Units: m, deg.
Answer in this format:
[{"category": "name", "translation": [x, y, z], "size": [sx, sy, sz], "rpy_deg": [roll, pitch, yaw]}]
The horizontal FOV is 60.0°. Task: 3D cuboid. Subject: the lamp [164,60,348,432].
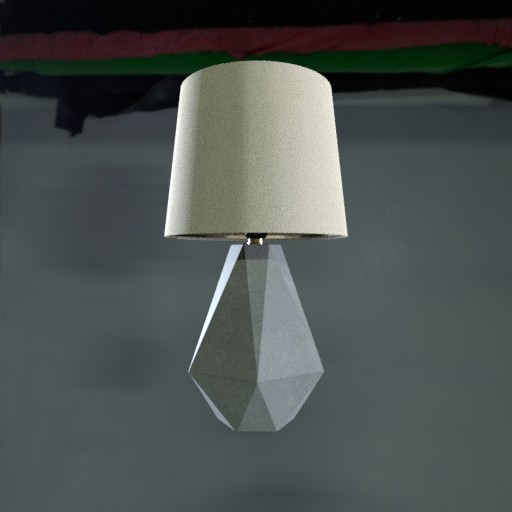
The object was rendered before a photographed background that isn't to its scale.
[{"category": "lamp", "translation": [0.000, 0.000, 0.682], "size": [0.276, 0.501, 0.276], "rpy_deg": [0, 0, 0]}]
